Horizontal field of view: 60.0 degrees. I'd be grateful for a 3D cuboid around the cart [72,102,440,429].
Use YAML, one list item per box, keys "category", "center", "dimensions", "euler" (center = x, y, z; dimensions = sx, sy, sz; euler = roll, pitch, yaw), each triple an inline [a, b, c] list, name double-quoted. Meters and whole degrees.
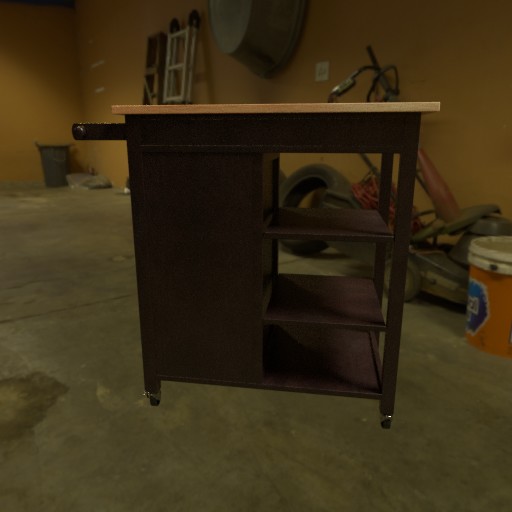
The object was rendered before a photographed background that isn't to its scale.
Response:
- category: "cart"
  center: [0.000, 0.000, 1.402]
  dimensions: [0.914, 0.878, 0.472]
  euler: [2, 15, 9]
